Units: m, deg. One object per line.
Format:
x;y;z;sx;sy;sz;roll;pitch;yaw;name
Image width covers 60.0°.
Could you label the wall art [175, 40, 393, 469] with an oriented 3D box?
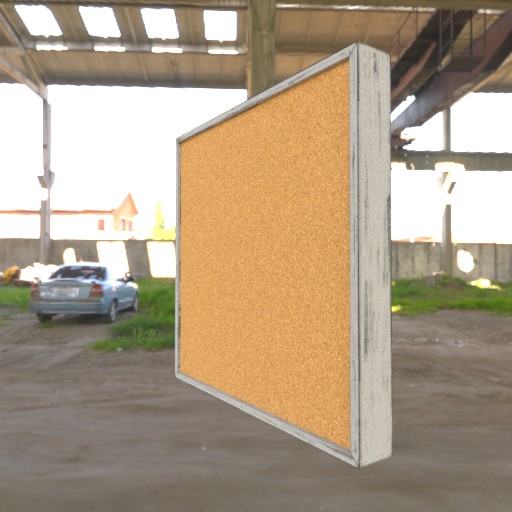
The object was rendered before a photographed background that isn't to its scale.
0.000;0.000;0.447;0.036;0.303;0.303;1;-1;-35;wall art
